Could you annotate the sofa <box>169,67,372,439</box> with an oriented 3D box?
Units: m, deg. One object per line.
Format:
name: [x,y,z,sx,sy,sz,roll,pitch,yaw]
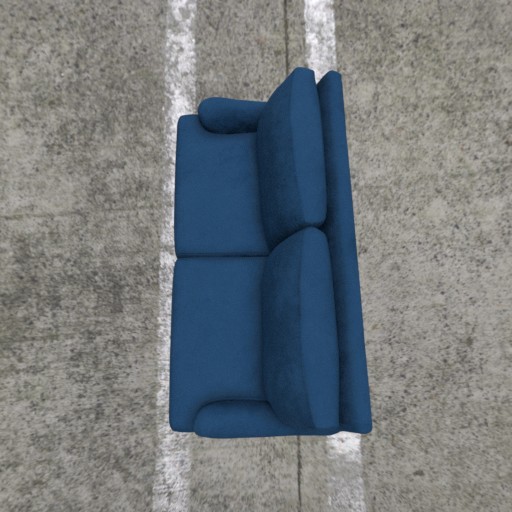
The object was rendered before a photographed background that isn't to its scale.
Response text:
sofa: [0.000,0.000,2.834,1.084,1.101,2.141,-1,74,0]
